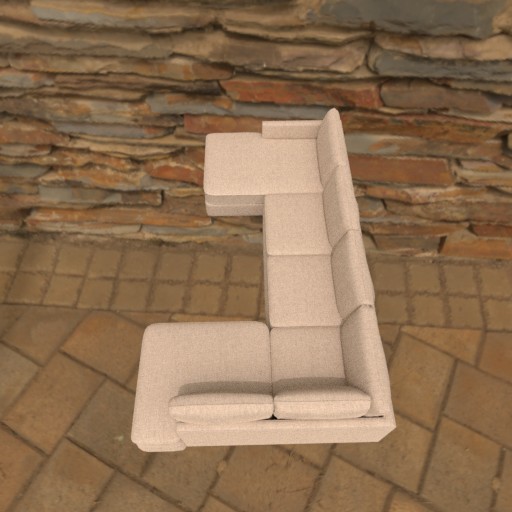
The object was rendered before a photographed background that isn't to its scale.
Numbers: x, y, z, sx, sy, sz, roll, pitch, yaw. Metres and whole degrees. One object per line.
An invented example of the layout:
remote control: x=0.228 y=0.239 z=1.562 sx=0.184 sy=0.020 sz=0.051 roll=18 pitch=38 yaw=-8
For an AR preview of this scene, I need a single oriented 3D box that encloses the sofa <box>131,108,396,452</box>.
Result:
sofa: x=0.000 y=0.000 z=4.361 sx=2.021 sy=0.996 sz=3.423 roll=-1 pitch=58 yaw=-1
